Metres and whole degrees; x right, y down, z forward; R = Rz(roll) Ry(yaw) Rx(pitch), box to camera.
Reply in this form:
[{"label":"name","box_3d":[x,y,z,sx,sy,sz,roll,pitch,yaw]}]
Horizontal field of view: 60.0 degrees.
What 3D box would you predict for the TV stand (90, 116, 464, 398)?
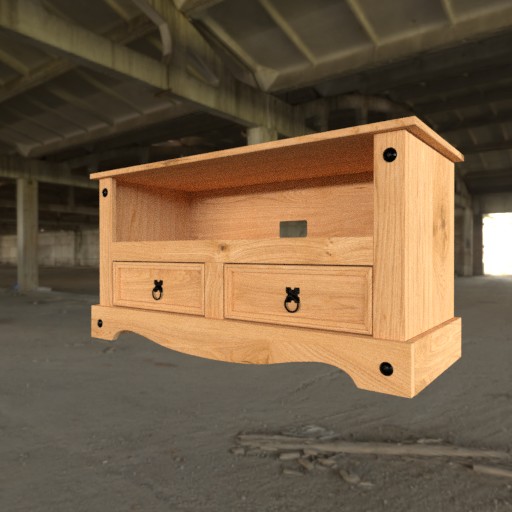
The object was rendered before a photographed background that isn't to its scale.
[{"label":"TV stand","box_3d":[0.000,0.000,1.349,1.080,0.550,0.440,0,1,36]}]
